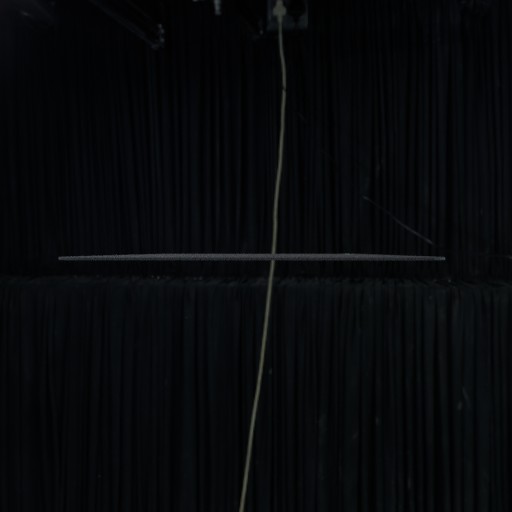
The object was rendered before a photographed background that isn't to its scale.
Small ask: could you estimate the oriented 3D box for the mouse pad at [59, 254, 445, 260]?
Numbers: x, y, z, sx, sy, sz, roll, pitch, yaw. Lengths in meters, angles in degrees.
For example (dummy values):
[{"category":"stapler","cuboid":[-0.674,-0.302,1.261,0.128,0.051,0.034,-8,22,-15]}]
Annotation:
[{"category":"mouse pad","cuboid":[0.000,0.000,0.446,0.269,0.002,0.315,0,1,2]}]
